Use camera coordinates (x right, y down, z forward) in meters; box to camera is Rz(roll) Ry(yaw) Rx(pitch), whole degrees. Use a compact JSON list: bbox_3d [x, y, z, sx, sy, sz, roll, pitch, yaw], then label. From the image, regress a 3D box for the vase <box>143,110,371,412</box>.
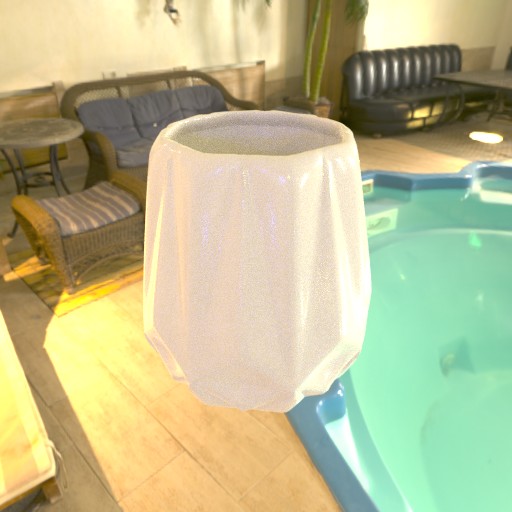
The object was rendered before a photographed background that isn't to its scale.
[{"bbox_3d":[0.000,0.000,0.267,0.141,0.152,0.141,0,30,0],"label":"vase"}]
